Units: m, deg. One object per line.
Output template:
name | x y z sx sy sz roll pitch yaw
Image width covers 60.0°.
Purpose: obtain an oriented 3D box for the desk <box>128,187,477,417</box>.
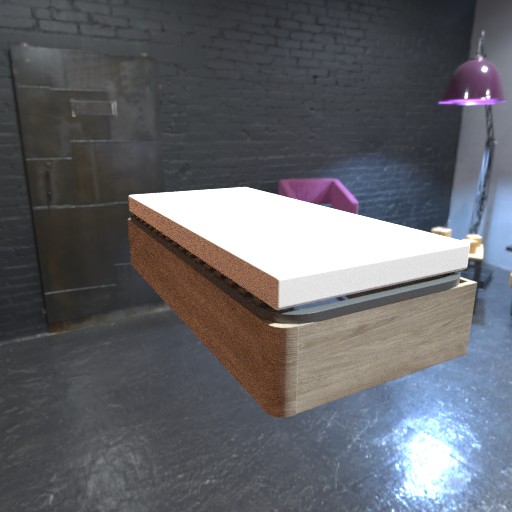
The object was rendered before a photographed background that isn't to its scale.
desk | 0.000 0.000 2.301 0.900 0.455 1.900 -9 18 -27
